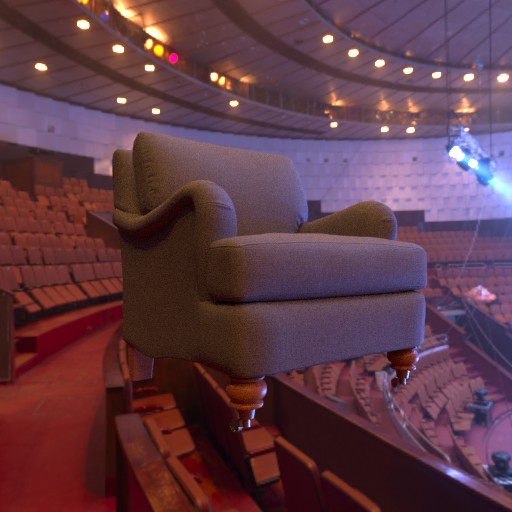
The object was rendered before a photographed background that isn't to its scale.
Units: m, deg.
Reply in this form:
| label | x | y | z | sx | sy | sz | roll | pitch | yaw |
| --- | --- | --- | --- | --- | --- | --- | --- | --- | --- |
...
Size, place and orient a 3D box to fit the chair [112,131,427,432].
| label | x | y | z | sx | sy | sz | roll | pitch | yaw |
| --- | --- | --- | --- | --- | --- | --- | --- | --- | --- |
| chair | 0.000 | 0.000 | 1.848 | 0.955 | 1.038 | 1.070 | 0 | -1 | -36 |
